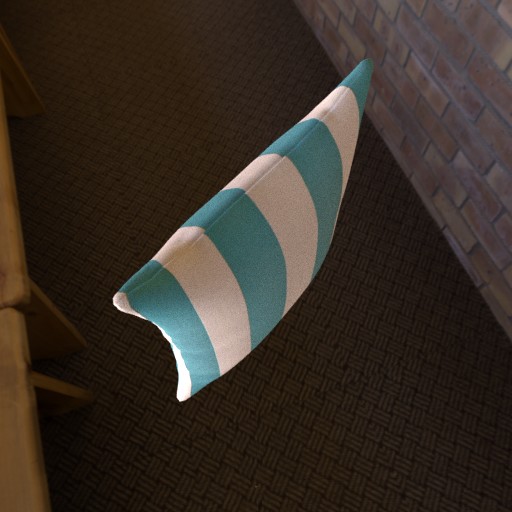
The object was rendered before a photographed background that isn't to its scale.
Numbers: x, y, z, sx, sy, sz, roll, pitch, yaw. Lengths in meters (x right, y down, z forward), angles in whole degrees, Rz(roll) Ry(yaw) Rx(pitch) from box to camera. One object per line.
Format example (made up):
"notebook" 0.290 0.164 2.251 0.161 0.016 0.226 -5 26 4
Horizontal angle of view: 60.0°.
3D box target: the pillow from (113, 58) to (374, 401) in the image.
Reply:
"pillow" 0.000 0.000 0.811 0.189 0.526 0.536 35 68 17
